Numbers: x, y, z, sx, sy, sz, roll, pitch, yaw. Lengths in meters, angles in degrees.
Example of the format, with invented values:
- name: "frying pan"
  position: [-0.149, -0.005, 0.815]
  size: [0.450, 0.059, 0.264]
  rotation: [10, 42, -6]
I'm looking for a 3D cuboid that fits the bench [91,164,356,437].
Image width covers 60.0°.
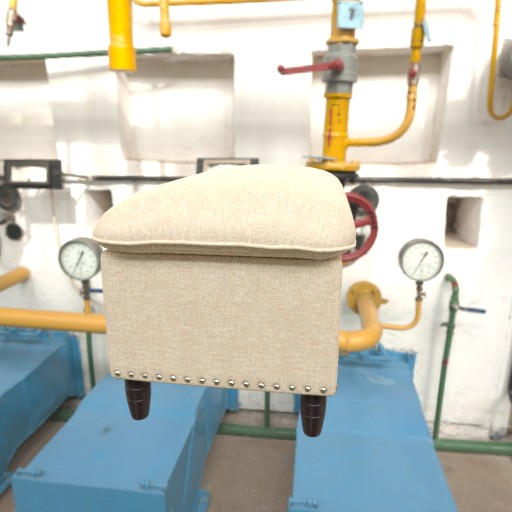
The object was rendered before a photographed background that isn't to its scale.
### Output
- name: "bench"
  position: [0.000, 0.000, 1.239]
  size: [0.483, 0.483, 0.991]
  rotation: [2, 15, 8]
